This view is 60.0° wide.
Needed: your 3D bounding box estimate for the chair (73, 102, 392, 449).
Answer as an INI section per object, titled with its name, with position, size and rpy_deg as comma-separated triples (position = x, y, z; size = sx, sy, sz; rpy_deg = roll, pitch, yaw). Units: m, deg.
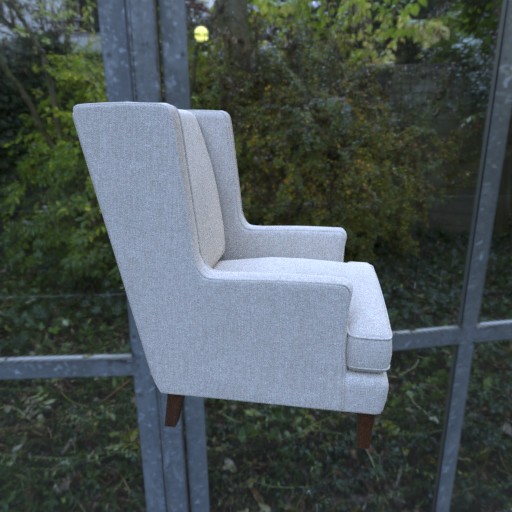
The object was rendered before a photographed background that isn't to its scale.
[chair]
position = 0.000, 0.000, 1.688
size = 0.948, 1.082, 0.764
rpy_deg = 3, 17, 9
